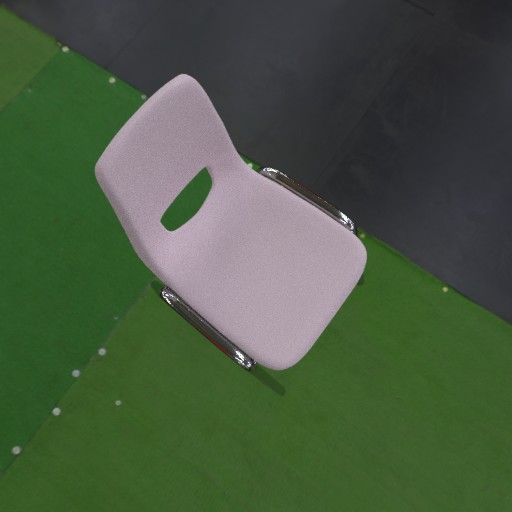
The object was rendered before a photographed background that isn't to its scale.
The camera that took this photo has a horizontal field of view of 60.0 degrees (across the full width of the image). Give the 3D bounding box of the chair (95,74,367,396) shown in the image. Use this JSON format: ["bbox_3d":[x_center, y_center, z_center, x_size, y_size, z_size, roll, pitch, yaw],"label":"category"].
[{"bbox_3d":[0.000,0.000,0.835,0.423,0.586,0.354,36,78,9],"label":"chair"}]
